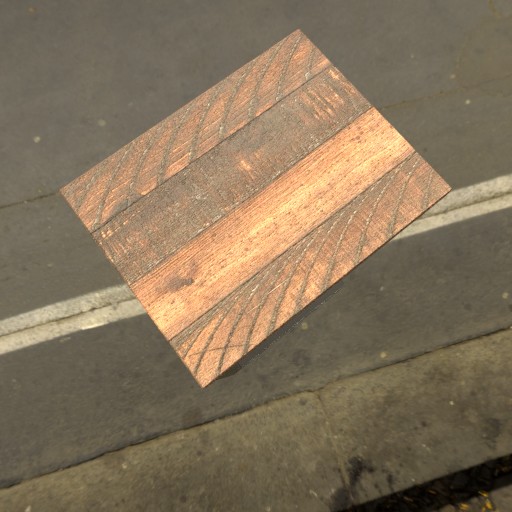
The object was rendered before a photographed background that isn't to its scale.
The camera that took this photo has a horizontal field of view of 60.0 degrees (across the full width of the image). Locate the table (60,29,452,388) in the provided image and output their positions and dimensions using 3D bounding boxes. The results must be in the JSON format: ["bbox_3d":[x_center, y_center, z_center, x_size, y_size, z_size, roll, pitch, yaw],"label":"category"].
[{"bbox_3d":[0.000,0.000,0.935,0.414,0.718,0.323,-37,79,-9],"label":"table"}]
